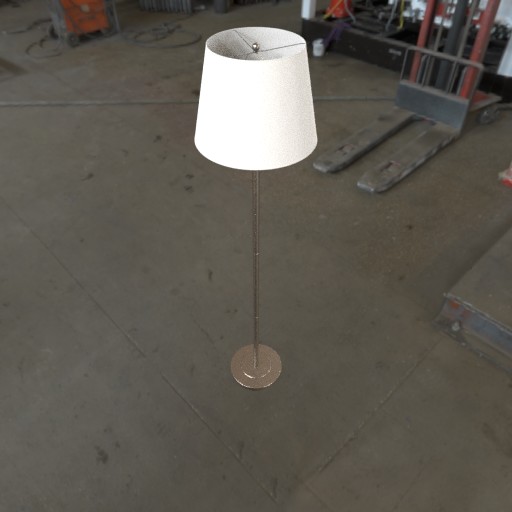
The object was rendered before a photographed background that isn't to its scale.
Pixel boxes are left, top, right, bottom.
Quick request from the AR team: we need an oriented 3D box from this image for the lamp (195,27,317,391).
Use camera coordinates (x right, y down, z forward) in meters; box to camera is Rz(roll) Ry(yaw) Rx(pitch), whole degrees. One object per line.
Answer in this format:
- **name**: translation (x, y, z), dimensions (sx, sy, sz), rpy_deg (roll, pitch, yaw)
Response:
- **lamp**: translation (0.000, 0.000, 1.619), dimensions (0.355, 1.473, 0.355), rpy_deg (0, 43, 0)
